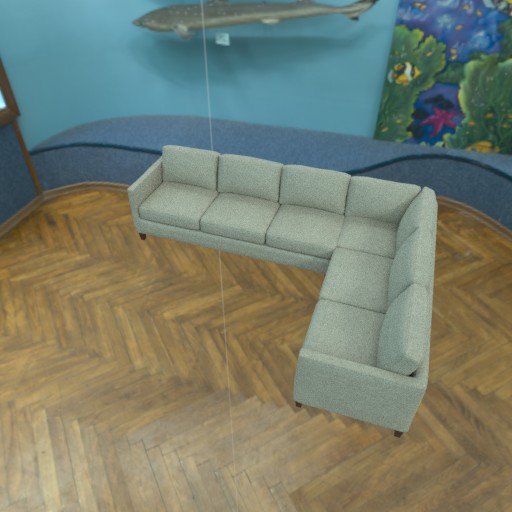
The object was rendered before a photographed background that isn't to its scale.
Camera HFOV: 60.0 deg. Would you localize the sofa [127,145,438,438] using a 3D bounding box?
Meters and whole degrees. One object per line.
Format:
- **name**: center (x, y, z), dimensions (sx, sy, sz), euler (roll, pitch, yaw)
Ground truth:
- **sofa**: center (0.000, 0.000, 4.463), dimensions (3.333, 0.934, 2.522), euler (13, 42, 14)
